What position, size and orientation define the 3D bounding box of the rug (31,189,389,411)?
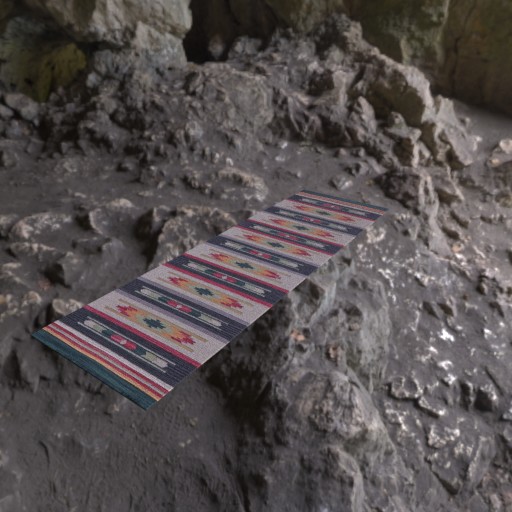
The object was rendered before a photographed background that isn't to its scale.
[{"bbox_3d":[0.000,0.000,2.682,0.760,0.009,2.440,18,33,31],"label":"rug"}]
